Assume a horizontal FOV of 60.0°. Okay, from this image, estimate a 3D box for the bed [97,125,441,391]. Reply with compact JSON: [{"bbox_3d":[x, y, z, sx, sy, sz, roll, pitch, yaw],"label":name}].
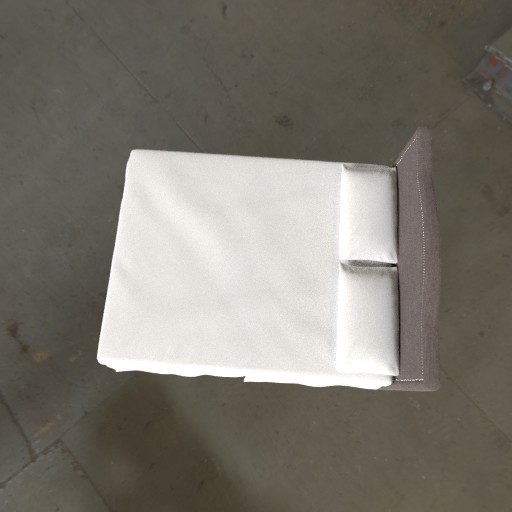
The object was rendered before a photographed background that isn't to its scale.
[{"bbox_3d":[0.000,0.000,3.924,2.689,1.457,2.161,4,75,1],"label":"bed"}]
